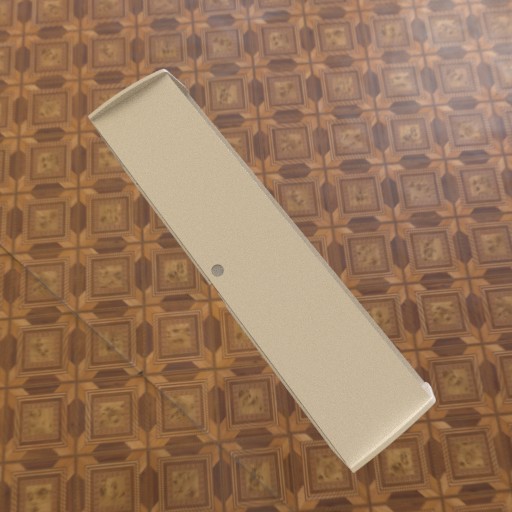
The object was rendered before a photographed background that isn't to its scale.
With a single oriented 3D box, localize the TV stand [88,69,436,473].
[{"bbox_3d":[0.000,0.000,1.662,0.397,0.424,1.473,-36,79,-8],"label":"TV stand"}]
